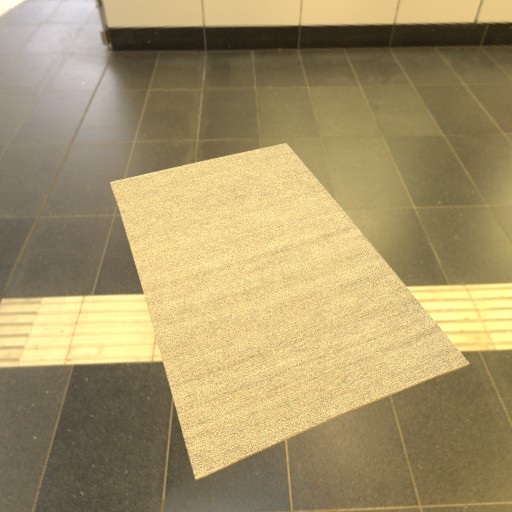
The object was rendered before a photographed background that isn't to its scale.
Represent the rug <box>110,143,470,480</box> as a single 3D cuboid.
[{"bbox_3d":[0.000,0.000,2.251,1.179,0.022,1.820,-16,48,-15],"label":"rug"}]
